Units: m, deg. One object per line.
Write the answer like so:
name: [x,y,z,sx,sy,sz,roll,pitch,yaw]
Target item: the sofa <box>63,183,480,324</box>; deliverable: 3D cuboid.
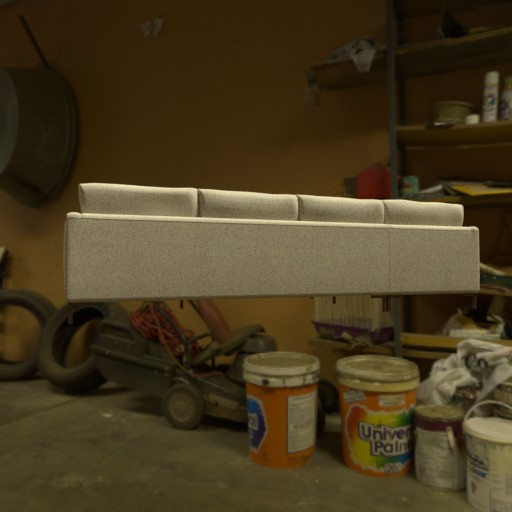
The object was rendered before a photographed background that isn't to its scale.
sofa: [0.000,0.000,3.557,2.737,0.756,1.879,0,-1,-19]
